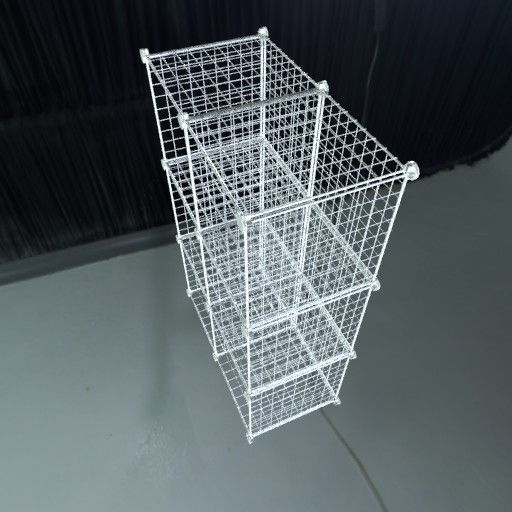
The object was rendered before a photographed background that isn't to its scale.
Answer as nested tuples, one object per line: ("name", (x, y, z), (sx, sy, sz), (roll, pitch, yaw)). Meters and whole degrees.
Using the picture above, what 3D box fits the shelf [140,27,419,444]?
("shelf", (0.000, 0.000, 1.386), (0.356, 1.067, 0.711), (-18, 51, -15))
